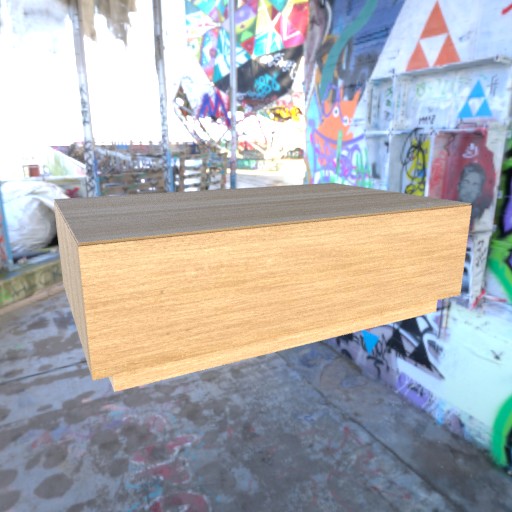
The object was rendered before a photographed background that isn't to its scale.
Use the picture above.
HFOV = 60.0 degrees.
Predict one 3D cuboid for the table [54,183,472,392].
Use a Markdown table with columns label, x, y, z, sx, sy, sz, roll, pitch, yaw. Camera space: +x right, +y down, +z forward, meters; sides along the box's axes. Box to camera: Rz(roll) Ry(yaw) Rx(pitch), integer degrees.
| label | x | y | z | sx | sy | sz | roll | pitch | yaw |
| --- | --- | --- | --- | --- | --- | --- | --- | --- | --- |
| table | 0.000 | 0.000 | 1.422 | 1.110 | 0.353 | 0.678 | -8 | 17 | -26 |
